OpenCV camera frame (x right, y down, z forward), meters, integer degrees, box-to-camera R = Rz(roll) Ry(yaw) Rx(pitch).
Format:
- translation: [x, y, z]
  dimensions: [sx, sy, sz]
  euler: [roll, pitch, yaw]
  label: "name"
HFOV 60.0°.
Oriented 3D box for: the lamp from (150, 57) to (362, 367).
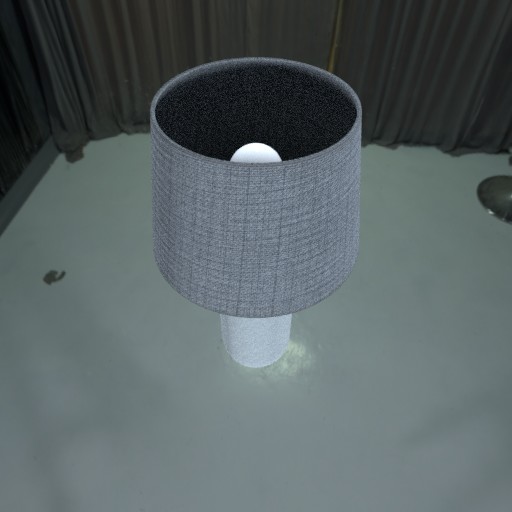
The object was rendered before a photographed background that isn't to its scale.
- translation: [0.000, 0.000, 0.578]
  dimensions: [0.251, 0.429, 0.251]
  euler: [0, 47, 0]
  label: "lamp"
